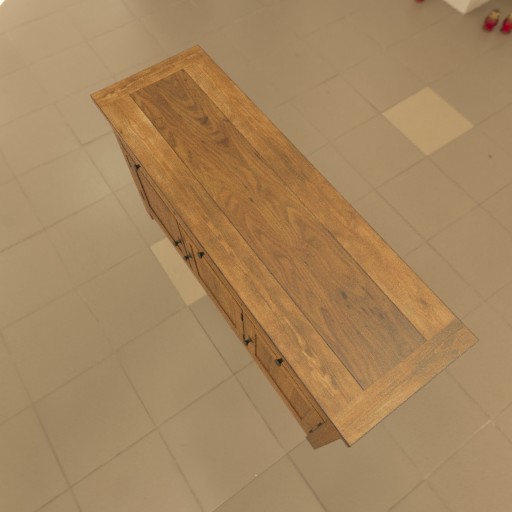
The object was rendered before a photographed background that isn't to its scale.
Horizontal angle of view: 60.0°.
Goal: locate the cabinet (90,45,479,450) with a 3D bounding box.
[{"bbox_3d":[0.000,0.000,1.802,0.480,0.813,1.474,-32,68,-15],"label":"cabinet"}]
